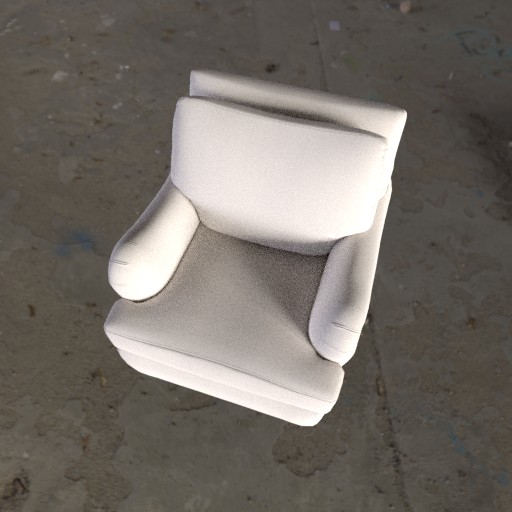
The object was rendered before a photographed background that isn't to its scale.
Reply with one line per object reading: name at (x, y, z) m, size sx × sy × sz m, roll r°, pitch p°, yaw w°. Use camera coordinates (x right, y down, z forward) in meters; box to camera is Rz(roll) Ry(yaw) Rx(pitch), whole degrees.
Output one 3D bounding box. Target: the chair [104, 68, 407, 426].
chair at (0.000, 0.000, 1.870) m, size 0.955 × 1.038 × 1.070 m, roll 15°, pitch 58°, yaw 10°
